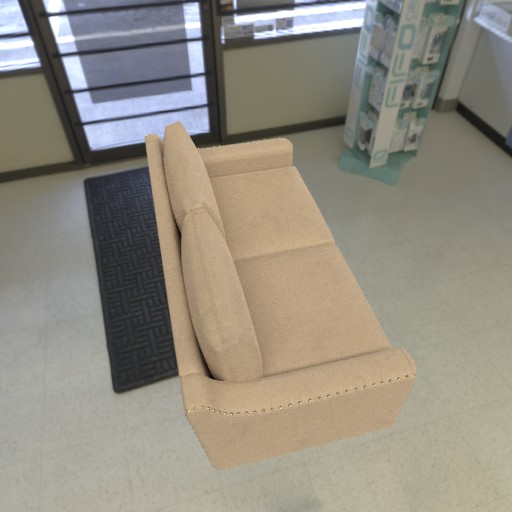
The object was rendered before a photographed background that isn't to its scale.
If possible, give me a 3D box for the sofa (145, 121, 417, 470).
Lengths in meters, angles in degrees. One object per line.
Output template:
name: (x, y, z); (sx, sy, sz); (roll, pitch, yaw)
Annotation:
sofa: (0.000, 0.000, 2.565); (1.030, 0.901, 1.967); (-10, 47, -10)
